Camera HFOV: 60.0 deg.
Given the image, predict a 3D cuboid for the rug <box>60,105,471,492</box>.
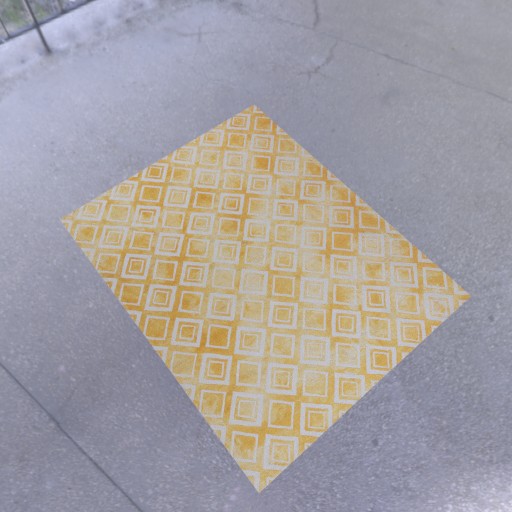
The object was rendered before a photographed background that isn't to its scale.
[{"bbox_3d":[0.000,0.000,4.114,2.433,0.011,3.037,-36,68,-17],"label":"rug"}]
